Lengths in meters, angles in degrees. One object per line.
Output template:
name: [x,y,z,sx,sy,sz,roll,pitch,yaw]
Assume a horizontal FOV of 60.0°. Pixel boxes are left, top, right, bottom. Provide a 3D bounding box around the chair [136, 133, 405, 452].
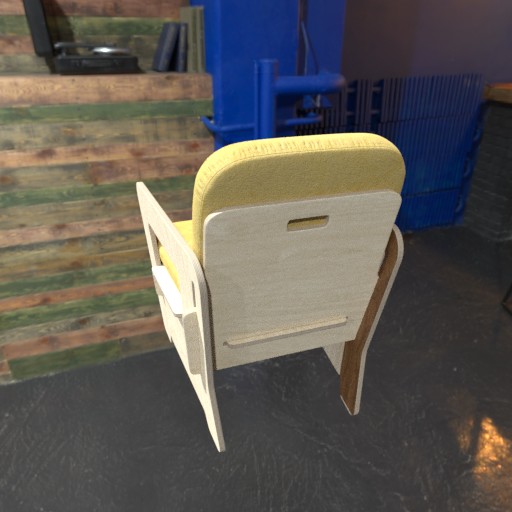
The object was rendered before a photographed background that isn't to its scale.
chair: [0.000,0.000,1.283,0.590,0.800,0.710,-9,28,-17]
